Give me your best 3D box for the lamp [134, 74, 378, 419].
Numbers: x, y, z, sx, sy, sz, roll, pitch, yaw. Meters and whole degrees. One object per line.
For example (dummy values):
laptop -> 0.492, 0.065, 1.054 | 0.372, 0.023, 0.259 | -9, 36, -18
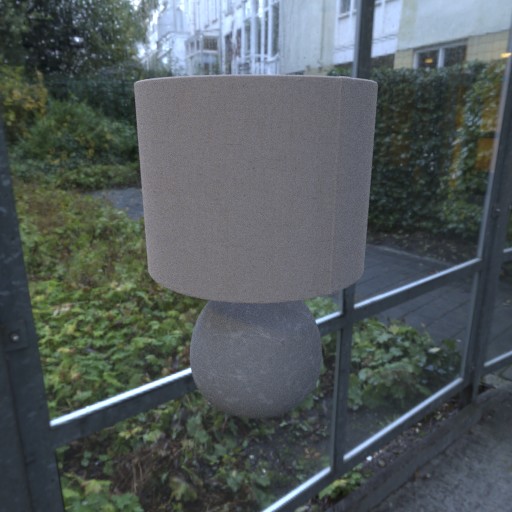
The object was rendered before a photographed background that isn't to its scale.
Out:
lamp -> 0.000, 0.000, 0.566 | 0.269, 0.409, 0.269 | -8, 19, -25
